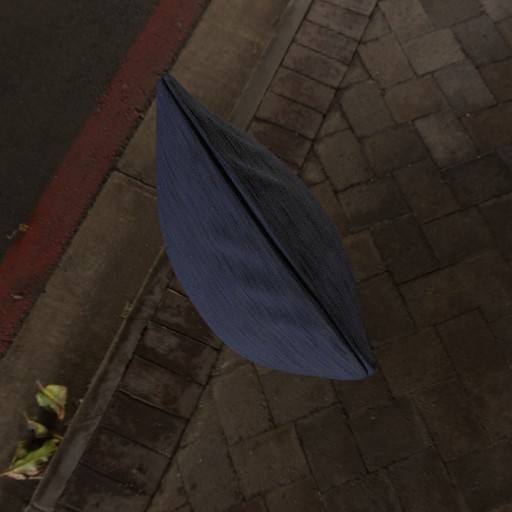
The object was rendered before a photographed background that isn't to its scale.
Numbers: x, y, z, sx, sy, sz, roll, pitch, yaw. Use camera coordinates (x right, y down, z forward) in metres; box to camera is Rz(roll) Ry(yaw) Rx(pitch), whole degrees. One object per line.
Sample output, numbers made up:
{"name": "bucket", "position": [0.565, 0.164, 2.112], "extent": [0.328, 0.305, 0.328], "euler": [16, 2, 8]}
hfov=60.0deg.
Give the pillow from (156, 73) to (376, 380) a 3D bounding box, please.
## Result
{"name": "pillow", "position": [0.000, 0.000, 0.693], "extent": [0.246, 0.414, 0.432], "euler": [-33, 78, -8]}
